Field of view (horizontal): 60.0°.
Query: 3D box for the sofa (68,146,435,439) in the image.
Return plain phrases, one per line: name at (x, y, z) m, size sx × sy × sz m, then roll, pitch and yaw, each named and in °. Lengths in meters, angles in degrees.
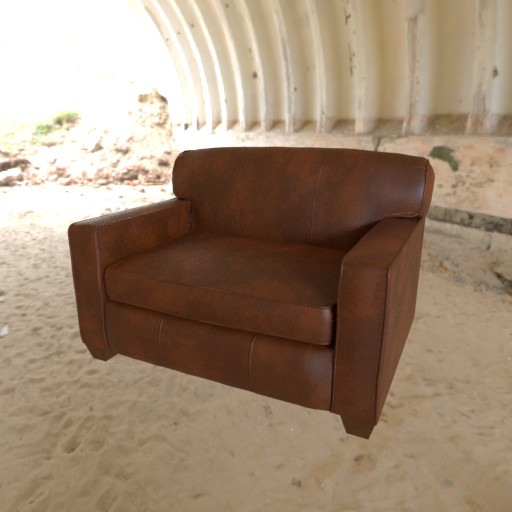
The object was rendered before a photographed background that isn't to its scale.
sofa at (0.000, 0.000, 2.063) m, size 1.413 × 0.956 × 1.000 m, roll 8°, pitch 18°, yaw 25°
